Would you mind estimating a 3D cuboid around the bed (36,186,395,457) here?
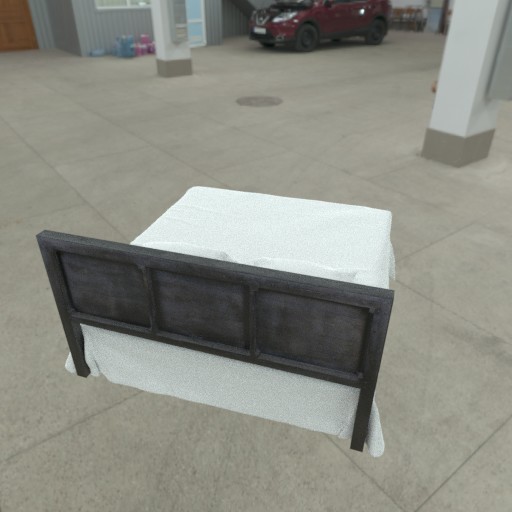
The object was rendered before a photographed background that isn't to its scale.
[{"bbox_3d":[0.000,0.000,3.474,2.255,1.158,2.165,9,33,15],"label":"bed"}]
